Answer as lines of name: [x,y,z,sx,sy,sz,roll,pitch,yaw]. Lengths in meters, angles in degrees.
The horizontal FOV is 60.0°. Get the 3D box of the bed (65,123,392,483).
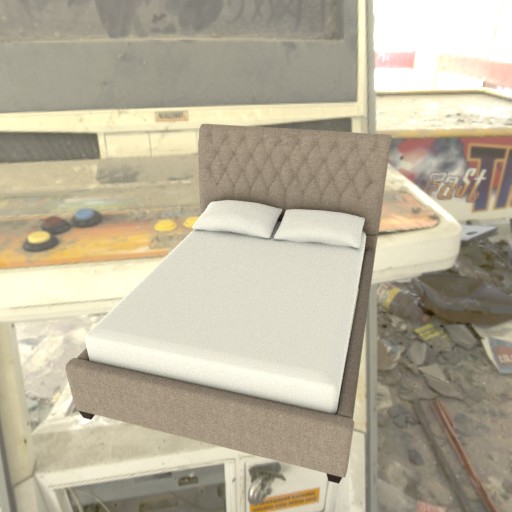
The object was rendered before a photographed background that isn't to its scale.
bed: [0.000,0.000,3.162,1.645,1.371,2.252,8,28,15]
